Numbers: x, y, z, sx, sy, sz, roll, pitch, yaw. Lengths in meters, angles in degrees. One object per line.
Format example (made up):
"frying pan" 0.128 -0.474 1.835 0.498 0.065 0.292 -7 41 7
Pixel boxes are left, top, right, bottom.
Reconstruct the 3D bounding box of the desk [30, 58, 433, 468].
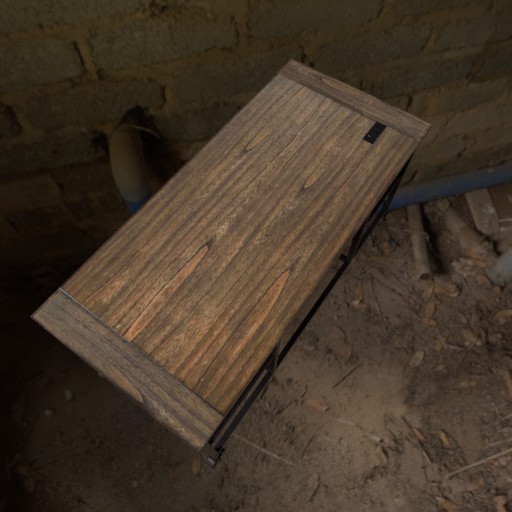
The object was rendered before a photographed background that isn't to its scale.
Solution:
"desk" 0.000 0.000 1.986 0.711 0.751 1.590 32 66 16
